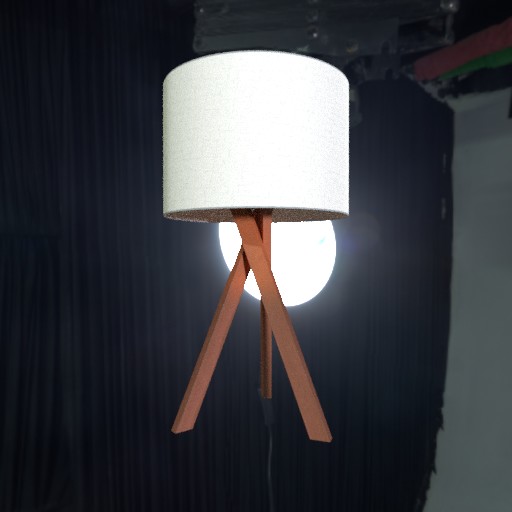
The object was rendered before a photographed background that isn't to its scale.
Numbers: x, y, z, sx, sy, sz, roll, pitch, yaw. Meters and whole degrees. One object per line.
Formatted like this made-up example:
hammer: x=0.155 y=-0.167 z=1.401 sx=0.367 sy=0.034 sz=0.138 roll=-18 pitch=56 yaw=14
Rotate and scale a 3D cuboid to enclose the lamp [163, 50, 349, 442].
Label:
lamp: x=0.000 y=0.000 z=0.928 sx=0.380 sy=0.686 sz=0.380 roll=0 pitch=0 yaw=-37
